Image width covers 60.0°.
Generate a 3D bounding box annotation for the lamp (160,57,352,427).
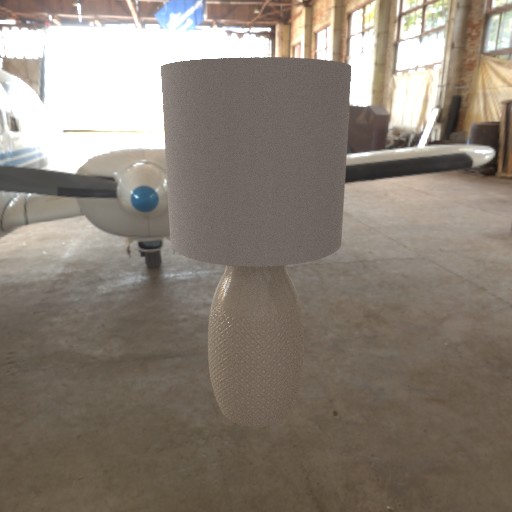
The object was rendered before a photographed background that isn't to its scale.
[{"bbox_3d":[0.000,0.000,0.579,0.217,0.453,0.217,9,20,25],"label":"lamp"}]
